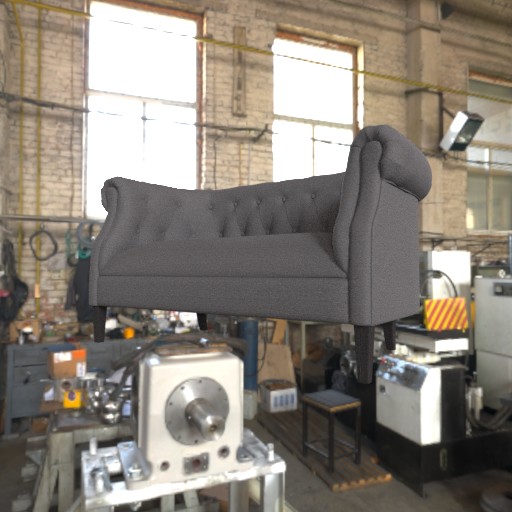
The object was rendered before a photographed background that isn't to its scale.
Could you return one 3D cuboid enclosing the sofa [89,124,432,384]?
[{"bbox_3d":[0.000,0.000,2.064,1.558,0.827,0.835,-1,-2,35],"label":"sofa"}]
